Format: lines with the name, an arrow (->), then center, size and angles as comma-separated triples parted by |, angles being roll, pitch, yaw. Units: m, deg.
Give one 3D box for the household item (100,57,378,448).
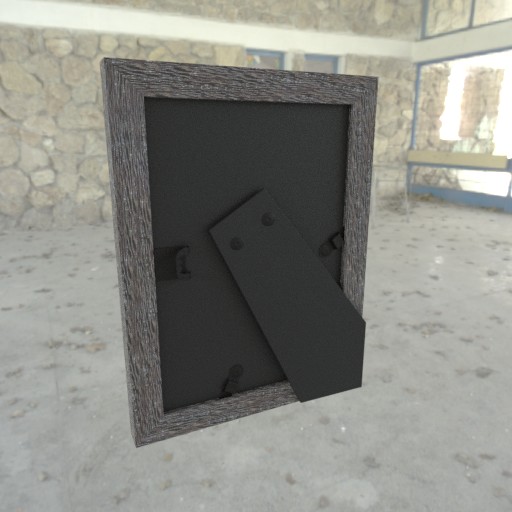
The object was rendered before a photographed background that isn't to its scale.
household item -> 0.000, 0.000, 0.269 | 0.160, 0.210, 0.020 | -7, 17, -25
